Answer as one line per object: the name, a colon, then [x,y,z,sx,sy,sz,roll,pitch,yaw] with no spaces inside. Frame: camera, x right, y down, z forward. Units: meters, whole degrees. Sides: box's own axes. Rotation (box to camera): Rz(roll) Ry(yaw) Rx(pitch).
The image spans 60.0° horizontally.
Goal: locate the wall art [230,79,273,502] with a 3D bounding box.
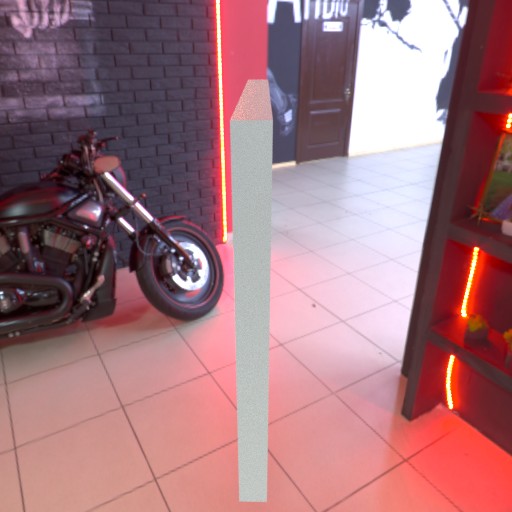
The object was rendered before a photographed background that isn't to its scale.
wall art: [0.000,0.000,0.728,0.038,0.506,0.506,0,25,1]
